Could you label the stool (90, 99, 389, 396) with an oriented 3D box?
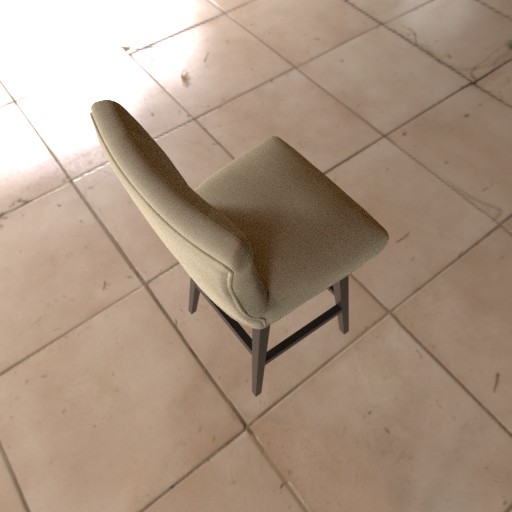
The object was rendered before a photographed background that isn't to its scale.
[{"bbox_3d":[0.000,0.000,1.359,0.574,1.086,0.514,-34,64,-19],"label":"stool"}]
